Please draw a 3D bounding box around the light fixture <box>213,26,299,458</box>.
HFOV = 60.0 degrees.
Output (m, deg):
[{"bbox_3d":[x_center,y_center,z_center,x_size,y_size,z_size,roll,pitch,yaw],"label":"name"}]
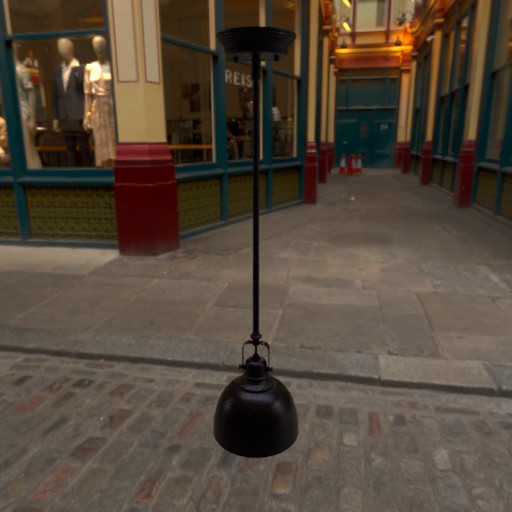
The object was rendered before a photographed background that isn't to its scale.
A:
[{"bbox_3d":[0.000,0.000,0.847,0.182,0.768,0.182,3,15,10],"label":"light fixture"}]
